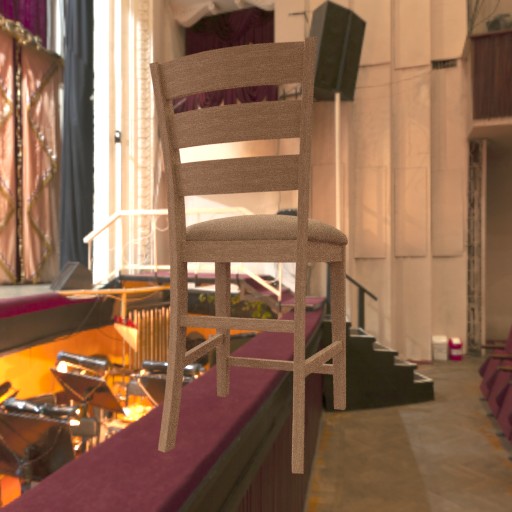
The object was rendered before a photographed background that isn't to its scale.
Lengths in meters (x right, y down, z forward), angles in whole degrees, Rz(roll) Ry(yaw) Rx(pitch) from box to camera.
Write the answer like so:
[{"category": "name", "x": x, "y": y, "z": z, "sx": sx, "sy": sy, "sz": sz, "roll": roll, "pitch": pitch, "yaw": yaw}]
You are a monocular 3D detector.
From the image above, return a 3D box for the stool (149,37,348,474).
[{"category": "stool", "x": 0.000, "y": 0.000, "z": 1.334, "sx": 0.484, "sy": 1.032, "sz": 0.569, "roll": 0, "pitch": 0, "yaw": 19}]
